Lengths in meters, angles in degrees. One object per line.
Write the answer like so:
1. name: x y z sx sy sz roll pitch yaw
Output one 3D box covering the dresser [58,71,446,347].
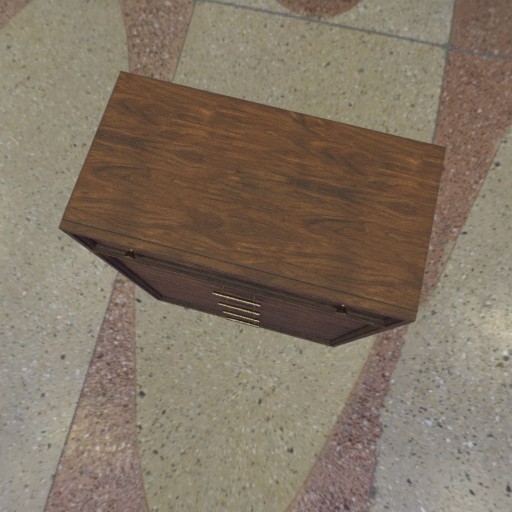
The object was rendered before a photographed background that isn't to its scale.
1. dresser: 0.000 0.000 1.813 0.919 1.365 0.498 14 76 4
